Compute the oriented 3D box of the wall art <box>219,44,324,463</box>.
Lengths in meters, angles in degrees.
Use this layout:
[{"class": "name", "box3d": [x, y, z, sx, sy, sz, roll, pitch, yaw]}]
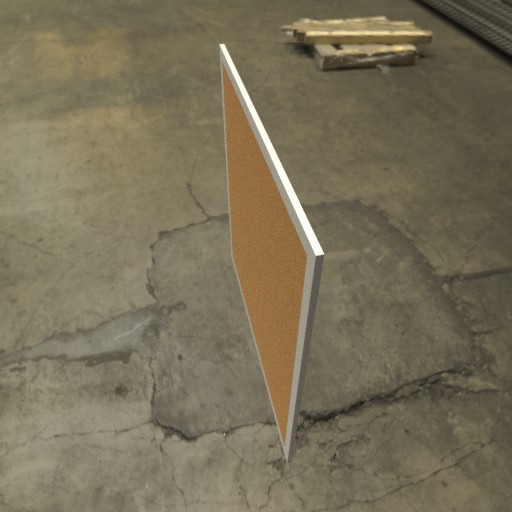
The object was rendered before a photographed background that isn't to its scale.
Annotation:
[{"class": "wall art", "box3d": [0.000, 0.000, 1.200, 0.013, 0.813, 0.812, -9, 46, -9]}]
